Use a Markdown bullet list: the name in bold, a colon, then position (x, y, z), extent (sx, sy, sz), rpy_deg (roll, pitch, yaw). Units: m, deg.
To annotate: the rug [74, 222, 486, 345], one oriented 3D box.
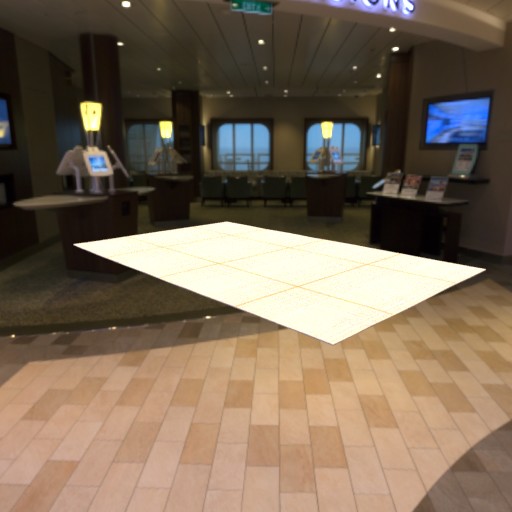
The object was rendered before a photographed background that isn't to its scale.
- **rug**: position (0.000, 0.000, 3.034), extent (1.527, 0.016, 2.442), rpy_deg (-13, 19, -42)
